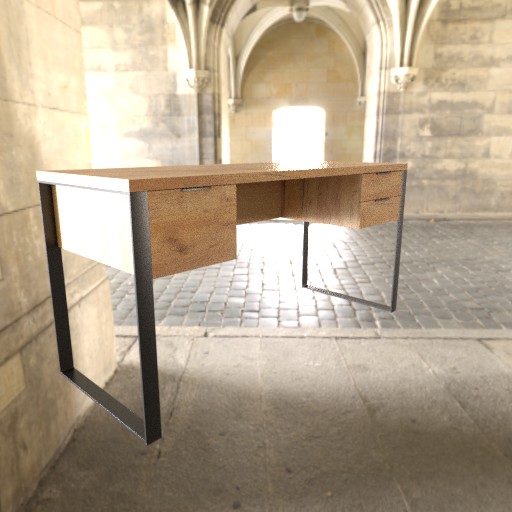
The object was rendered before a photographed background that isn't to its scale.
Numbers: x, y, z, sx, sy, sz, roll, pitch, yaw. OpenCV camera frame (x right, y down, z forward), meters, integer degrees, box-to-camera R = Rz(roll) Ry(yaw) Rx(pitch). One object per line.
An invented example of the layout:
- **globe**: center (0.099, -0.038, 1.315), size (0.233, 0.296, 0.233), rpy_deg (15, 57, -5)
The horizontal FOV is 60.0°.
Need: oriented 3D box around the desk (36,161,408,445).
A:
- **desk**: center (0.000, 0.000, 1.919), size (0.600, 0.760, 1.520), rpy_deg (13, 19, 42)
